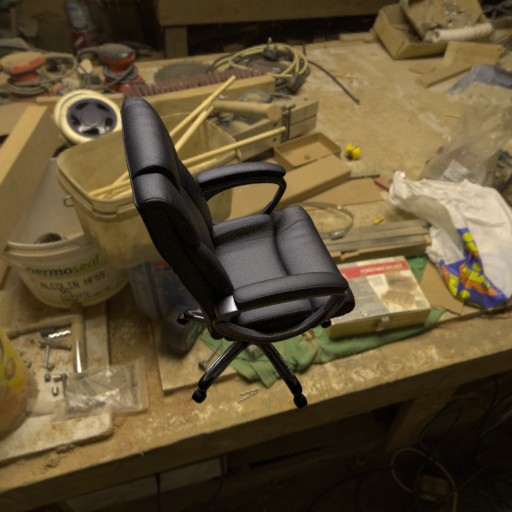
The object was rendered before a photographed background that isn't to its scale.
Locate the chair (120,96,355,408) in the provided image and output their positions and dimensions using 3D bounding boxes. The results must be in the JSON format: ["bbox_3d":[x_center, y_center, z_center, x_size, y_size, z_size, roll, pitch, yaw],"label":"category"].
[{"bbox_3d":[0.000,0.000,1.597,0.719,1.130,0.721,-11,48,-10],"label":"chair"}]
